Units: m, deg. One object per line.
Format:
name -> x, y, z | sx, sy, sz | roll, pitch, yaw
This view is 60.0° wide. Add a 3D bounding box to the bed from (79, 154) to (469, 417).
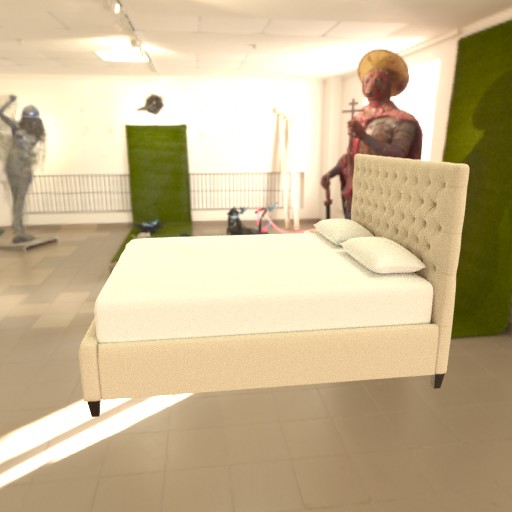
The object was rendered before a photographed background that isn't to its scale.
bed -> 0.000, 0.000, 3.316 | 2.233, 1.426, 1.696 | -2, 15, -8
